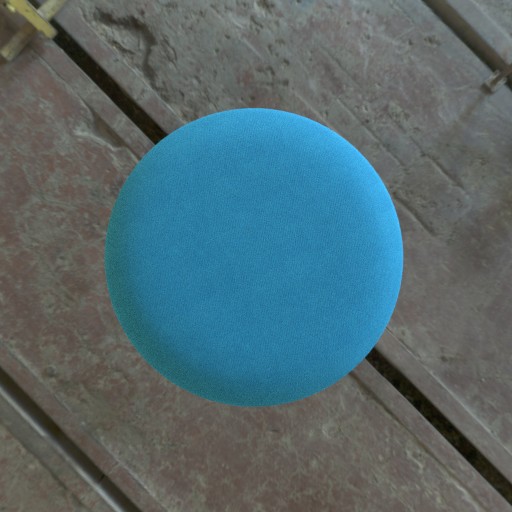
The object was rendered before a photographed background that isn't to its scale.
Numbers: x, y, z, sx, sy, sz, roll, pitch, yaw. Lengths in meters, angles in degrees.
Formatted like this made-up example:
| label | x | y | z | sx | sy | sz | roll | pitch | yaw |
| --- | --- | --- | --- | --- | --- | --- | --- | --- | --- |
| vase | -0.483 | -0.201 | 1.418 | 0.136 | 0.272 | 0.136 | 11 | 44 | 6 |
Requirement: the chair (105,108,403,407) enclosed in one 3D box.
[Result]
| label | x | y | z | sx | sy | sz | roll | pitch | yaw |
| --- | --- | --- | --- | --- | --- | --- | --- | --- | --- |
| chair | 0.000 | 0.000 | 0.693 | 0.350 | 0.430 | 0.350 | 0 | 91 | 1 |
